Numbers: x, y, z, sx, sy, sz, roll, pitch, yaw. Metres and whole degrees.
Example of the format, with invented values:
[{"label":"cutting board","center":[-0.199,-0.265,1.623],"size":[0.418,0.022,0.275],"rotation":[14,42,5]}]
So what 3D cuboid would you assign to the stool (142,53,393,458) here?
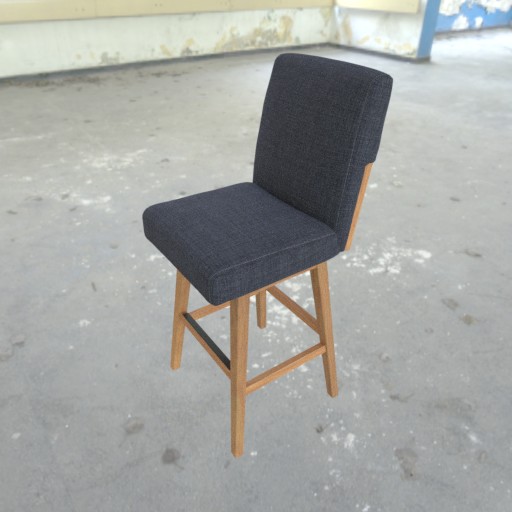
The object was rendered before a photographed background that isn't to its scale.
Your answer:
[{"label":"stool","center":[0.000,0.000,1.403],"size":[0.570,1.112,0.483],"rotation":[-21,38,-29]}]
